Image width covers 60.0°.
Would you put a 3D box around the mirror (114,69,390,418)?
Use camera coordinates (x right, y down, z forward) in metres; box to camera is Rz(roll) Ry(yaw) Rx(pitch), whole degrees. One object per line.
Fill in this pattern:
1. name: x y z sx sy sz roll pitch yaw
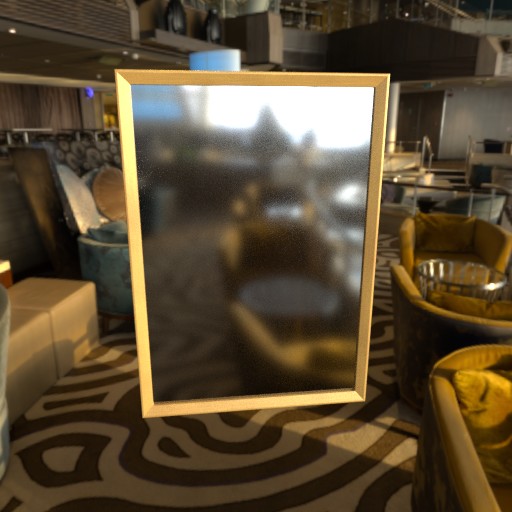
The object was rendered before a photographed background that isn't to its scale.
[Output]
1. mirror: 0.000 0.000 0.924 0.507 0.710 0.039 -2 16 -7
